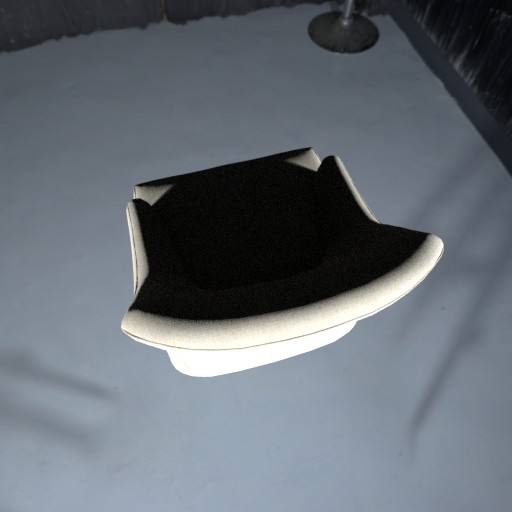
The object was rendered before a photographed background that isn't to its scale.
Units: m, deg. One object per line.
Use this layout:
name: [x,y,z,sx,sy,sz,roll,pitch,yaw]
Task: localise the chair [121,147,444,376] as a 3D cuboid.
chair: [0.000,0.000,1.592,0.864,0.856,0.923,-14,60,-8]
